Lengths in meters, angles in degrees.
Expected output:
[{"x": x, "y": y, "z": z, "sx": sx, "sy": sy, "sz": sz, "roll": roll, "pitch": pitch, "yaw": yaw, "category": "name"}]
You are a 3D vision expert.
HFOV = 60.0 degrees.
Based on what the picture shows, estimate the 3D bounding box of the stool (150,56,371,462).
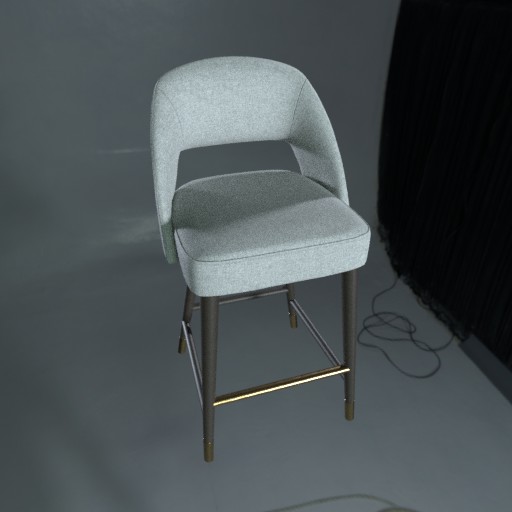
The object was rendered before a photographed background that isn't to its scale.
[{"x": 0.000, "y": 0.000, "z": 1.212, "sx": 0.494, "sy": 0.940, "sz": 0.509, "roll": -10, "pitch": 33, "yaw": -15, "category": "stool"}]
